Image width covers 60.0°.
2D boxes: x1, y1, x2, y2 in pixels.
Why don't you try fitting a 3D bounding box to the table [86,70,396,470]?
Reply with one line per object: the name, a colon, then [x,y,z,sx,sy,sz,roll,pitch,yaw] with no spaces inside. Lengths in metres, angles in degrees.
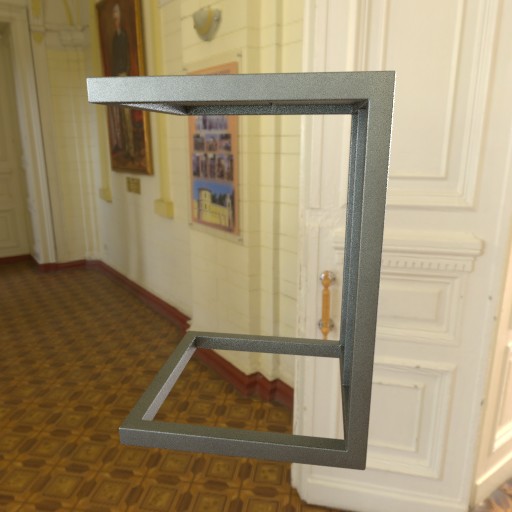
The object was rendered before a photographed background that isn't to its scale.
table: [0.000,0.000,0.862,0.420,0.609,0.405,2,15,8]
